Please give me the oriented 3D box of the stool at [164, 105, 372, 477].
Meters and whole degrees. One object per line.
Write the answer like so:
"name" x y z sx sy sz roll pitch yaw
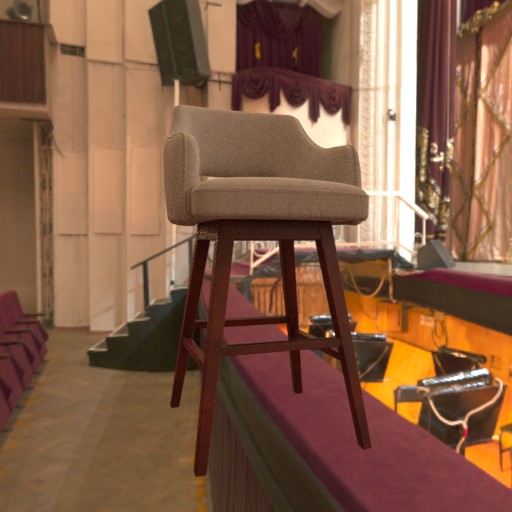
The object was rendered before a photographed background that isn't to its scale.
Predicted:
"stool" 0.000 0.000 1.348 0.548 1.012 0.558 -1 2 -18
